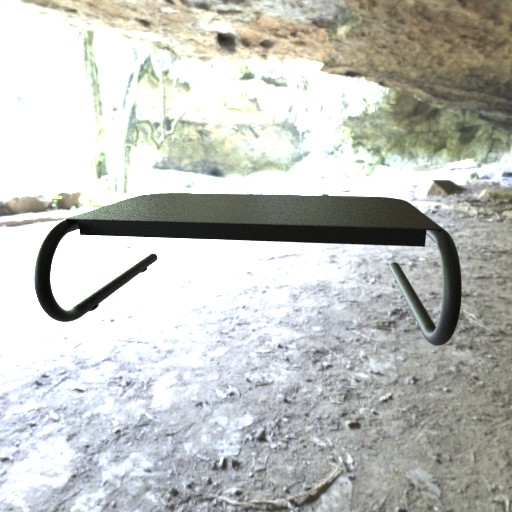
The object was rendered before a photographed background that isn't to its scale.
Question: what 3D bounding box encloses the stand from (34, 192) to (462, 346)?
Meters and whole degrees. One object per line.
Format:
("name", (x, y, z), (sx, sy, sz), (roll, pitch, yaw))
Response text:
("stand", (0.000, 0.000, 0.508), (0.370, 0.108, 0.280), (2, 15, 8))
